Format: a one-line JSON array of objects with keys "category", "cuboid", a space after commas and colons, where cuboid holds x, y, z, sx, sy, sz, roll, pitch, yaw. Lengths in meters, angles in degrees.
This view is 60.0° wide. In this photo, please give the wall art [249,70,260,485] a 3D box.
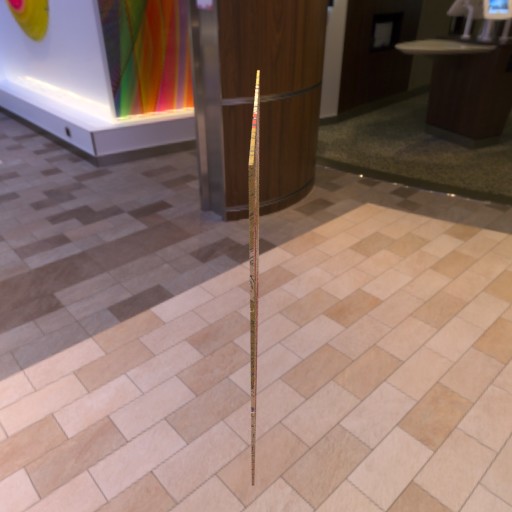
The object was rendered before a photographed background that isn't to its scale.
[{"category": "wall art", "cuboid": [0.000, 0.000, 2.273, 0.013, 1.534, 1.519, 1, 32, 1]}]
